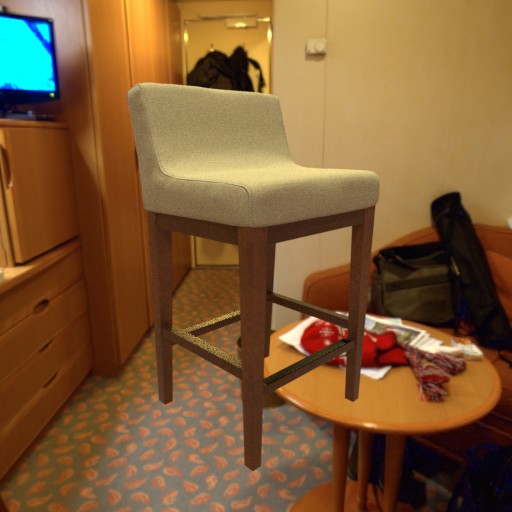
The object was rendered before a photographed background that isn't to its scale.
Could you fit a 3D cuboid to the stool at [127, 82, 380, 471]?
[{"bbox_3d":[0.000,0.000,1.278,0.511,0.937,0.500,-14,20,-42],"label":"stool"}]
